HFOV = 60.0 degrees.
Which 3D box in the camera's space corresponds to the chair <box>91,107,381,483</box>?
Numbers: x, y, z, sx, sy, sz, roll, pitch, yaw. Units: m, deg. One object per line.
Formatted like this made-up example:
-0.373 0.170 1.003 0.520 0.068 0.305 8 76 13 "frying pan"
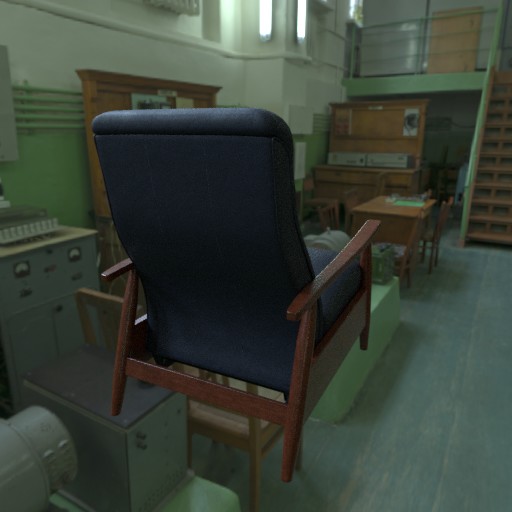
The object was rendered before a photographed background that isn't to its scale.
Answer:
0.000 0.000 1.765 0.762 1.082 1.014 8 18 26 "chair"
